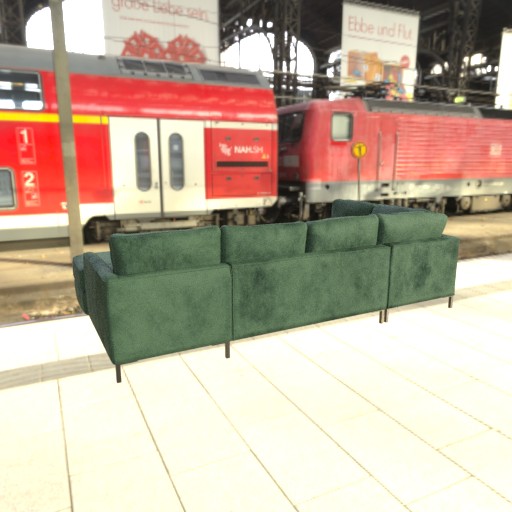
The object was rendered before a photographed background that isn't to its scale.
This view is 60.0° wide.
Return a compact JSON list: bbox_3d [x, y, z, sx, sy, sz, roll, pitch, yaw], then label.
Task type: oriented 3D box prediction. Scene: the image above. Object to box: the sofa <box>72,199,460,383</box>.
[{"bbox_3d":[0.000,0.000,3.981,2.994,0.861,1.992,-6,14,-27],"label":"sofa"}]
